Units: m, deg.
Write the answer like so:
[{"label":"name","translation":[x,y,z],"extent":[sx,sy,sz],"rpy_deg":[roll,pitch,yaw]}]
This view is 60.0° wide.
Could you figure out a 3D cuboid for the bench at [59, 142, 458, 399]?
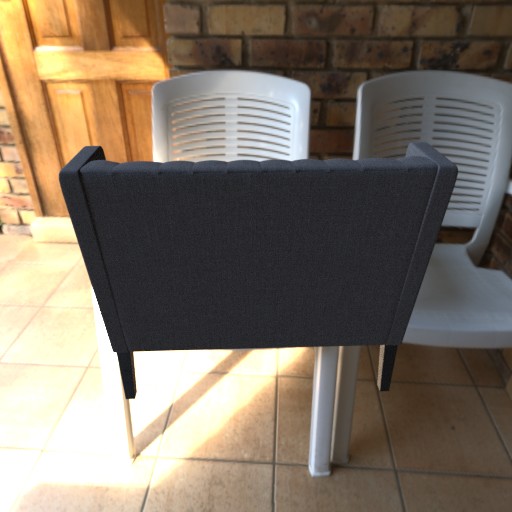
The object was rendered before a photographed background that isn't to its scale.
[{"label":"bench","translation":[0.000,0.000,2.018],"extent":[1.276,1.121,0.842],"rpy_deg":[-1,31,-2]}]
